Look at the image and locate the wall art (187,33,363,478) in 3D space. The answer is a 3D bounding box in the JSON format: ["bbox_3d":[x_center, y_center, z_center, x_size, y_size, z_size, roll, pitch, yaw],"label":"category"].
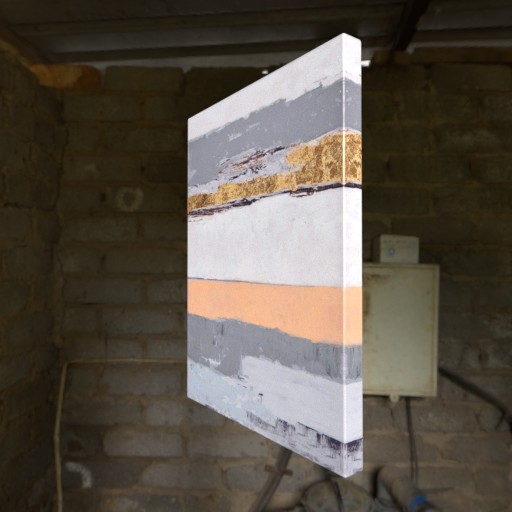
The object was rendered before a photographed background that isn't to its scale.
[{"bbox_3d":[0.000,0.000,0.798,0.038,0.609,0.456,1,-1,-36],"label":"wall art"}]
